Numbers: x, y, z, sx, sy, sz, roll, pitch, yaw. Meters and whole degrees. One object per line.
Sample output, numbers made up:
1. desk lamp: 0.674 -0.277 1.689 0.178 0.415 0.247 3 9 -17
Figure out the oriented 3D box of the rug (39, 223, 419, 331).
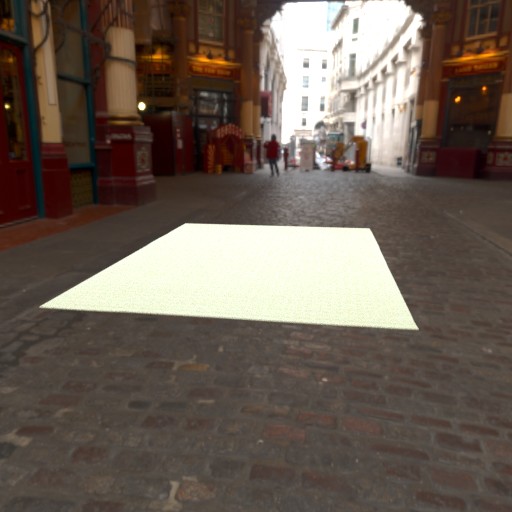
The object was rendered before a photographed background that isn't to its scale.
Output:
1. rug: 0.000 0.000 4.317 2.452 0.016 3.204 2 15 9
